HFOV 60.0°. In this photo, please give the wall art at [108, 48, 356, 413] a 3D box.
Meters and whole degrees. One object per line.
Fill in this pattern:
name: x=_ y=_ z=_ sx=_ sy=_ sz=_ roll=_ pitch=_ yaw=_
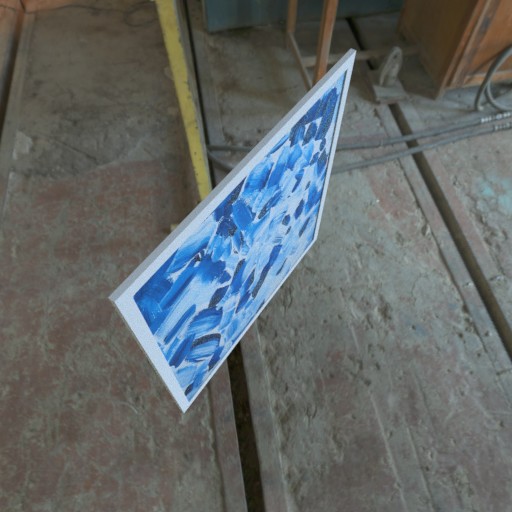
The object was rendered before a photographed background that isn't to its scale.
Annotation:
wall art: x=0.000 y=0.000 z=1.236 sx=0.015 sy=0.812 sz=0.812 roll=31 pitch=63 yaw=18
